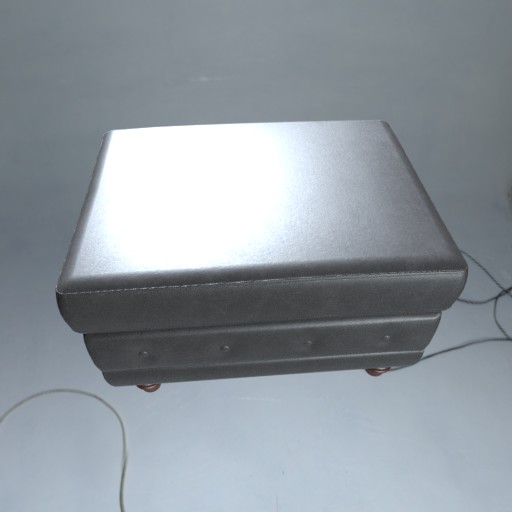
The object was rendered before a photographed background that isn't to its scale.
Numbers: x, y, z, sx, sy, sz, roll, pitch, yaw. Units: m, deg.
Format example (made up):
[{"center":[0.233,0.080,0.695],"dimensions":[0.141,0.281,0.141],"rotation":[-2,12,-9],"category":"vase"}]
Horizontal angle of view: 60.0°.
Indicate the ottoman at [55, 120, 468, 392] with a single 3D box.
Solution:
[{"center":[0.000,0.000,1.172],"dimensions":[0.795,0.498,0.590],"rotation":[-3,46,-3],"category":"ottoman"}]
